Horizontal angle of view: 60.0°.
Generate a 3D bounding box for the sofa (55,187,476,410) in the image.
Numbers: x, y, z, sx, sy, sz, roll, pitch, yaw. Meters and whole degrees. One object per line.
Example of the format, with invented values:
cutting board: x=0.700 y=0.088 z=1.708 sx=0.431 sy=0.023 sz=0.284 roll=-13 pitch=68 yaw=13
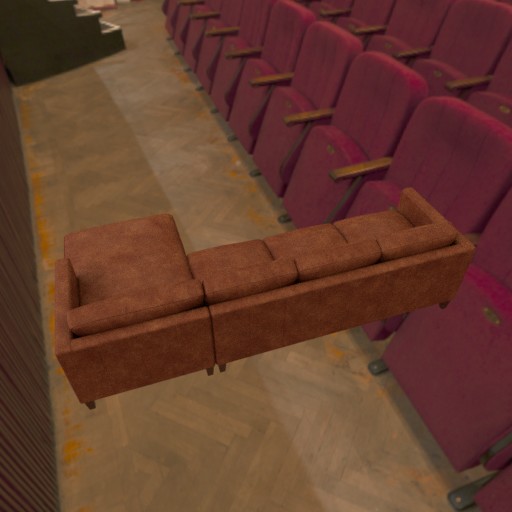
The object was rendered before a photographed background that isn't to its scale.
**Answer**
sofa: x=0.000 y=0.000 z=3.908 sx=3.203 sy=0.883 sz=1.581 roll=-13 pitch=44 yaw=-14
